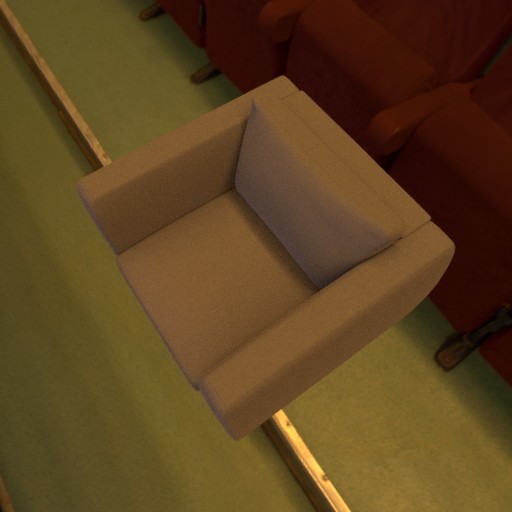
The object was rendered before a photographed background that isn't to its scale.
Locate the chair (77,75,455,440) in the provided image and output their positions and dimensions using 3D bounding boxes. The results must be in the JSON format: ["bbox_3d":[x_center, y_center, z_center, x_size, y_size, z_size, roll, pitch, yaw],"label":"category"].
[{"bbox_3d":[0.000,0.000,1.723,0.930,0.860,1.000,-32,68,-15],"label":"chair"}]
